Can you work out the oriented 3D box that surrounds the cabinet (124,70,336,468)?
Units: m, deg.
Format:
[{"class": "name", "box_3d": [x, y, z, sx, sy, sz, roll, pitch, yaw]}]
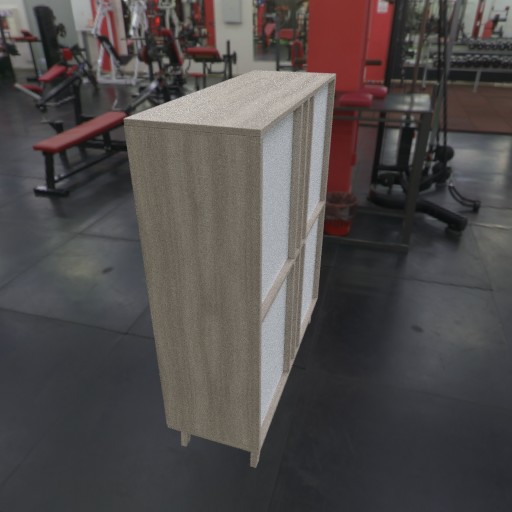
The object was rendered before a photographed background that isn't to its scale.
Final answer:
[{"class": "cabinet", "box_3d": [0.000, 0.000, 1.960, 0.398, 1.388, 1.111, 9, 31, 16]}]
